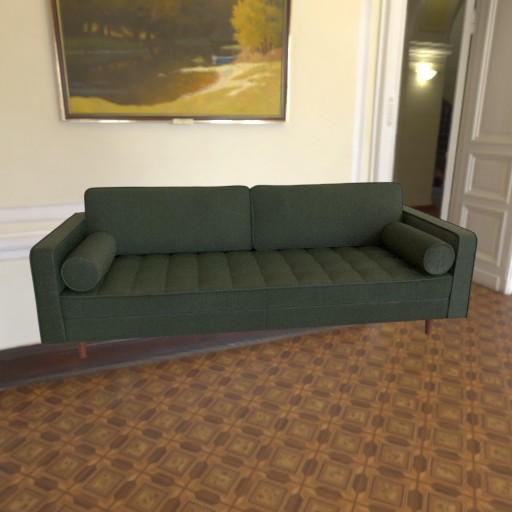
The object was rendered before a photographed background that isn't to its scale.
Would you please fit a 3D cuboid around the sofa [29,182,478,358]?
[{"bbox_3d":[0.000,0.000,2.582,2.199,0.769,0.918,-2,17,-8],"label":"sofa"}]
